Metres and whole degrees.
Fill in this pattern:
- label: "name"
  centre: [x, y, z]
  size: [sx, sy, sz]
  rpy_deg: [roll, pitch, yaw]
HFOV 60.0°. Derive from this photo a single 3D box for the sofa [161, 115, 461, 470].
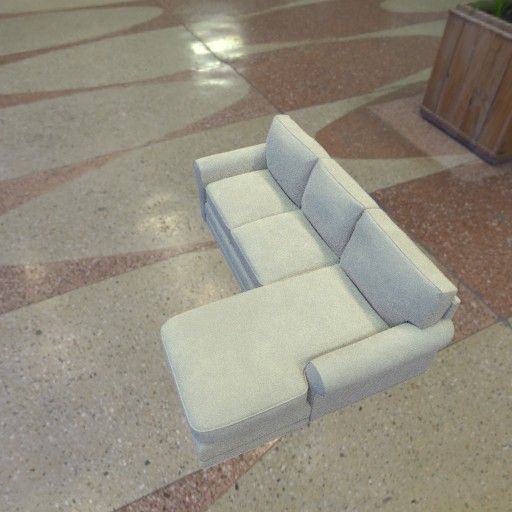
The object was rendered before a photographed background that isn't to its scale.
- label: "sofa"
  centre: [0.000, 0.000, 2.410]
  size: [1.226, 0.734, 1.770]
  rpy_deg: [-17, 48, -16]
